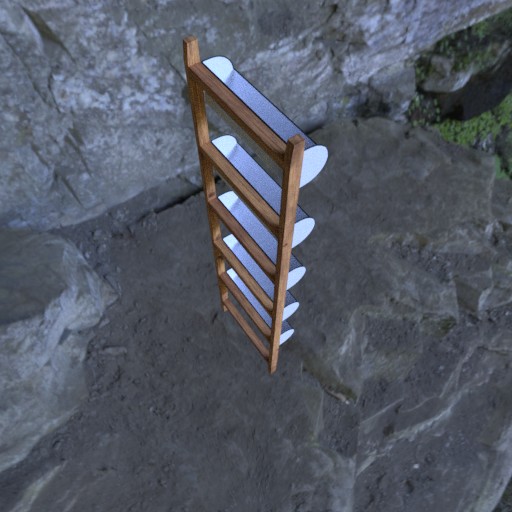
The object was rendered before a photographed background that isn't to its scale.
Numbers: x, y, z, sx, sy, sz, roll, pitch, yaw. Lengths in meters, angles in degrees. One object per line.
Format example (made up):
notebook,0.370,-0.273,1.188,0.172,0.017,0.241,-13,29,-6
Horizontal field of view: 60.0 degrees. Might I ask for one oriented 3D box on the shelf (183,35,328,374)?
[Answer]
shelf,0.000,0.000,1.716,0.141,1.600,0.454,-31,64,-18
